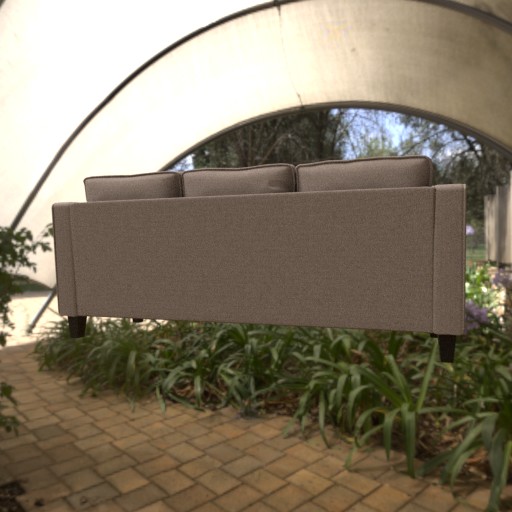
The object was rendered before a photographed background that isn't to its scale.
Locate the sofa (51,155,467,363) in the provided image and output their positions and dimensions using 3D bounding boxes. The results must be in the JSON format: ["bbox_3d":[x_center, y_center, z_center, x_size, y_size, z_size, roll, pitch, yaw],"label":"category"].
[{"bbox_3d":[0.000,0.000,2.589,2.129,0.950,0.899,0,0,18],"label":"sofa"}]
